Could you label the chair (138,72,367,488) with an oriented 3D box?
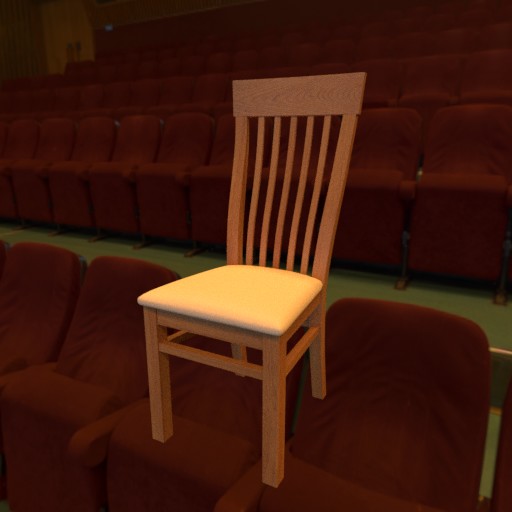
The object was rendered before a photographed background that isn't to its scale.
[{"bbox_3d":[0.000,0.000,1.320,0.450,1.050,0.580,8,17,27],"label":"chair"}]
